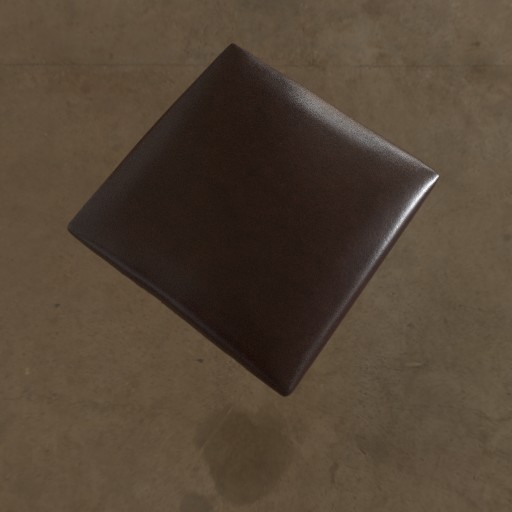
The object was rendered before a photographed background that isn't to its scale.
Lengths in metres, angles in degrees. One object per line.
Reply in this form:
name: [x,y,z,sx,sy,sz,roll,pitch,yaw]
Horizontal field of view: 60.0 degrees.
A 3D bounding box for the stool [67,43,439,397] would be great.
stool: [0.000,0.000,0.910,0.382,0.702,0.383,36,78,9]
